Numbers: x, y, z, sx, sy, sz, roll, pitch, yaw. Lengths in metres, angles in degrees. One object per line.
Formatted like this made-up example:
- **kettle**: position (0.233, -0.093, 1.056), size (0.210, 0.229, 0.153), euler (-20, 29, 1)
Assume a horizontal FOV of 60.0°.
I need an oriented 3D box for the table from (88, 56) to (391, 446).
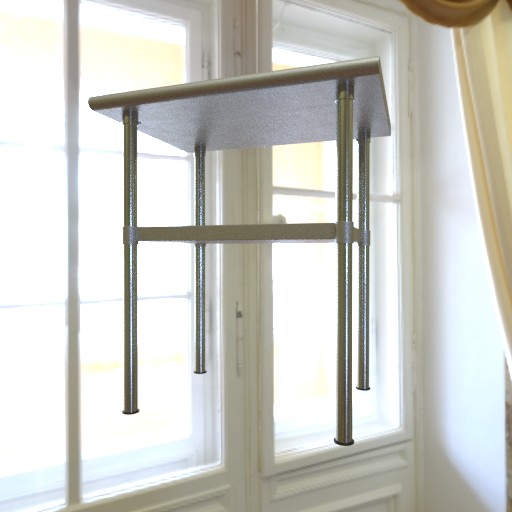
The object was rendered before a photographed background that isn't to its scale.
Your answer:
- **table**: position (0.000, 0.000, 1.352), size (0.762, 0.876, 0.584), euler (0, 1, 19)
